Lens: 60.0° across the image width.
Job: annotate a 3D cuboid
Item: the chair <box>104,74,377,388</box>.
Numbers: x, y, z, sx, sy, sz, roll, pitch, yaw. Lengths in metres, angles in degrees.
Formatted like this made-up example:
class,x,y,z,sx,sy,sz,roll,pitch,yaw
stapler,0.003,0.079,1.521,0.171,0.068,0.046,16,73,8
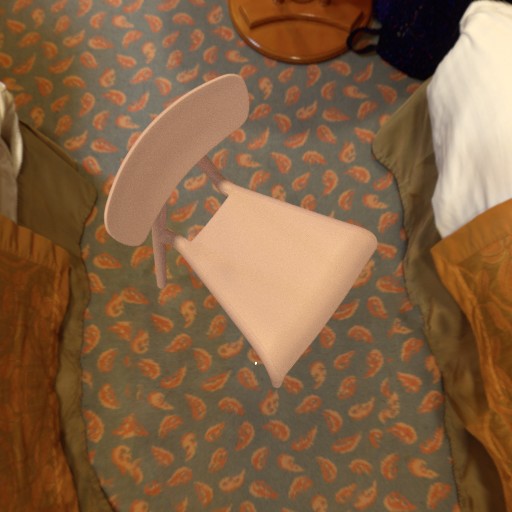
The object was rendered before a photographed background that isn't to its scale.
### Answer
class,x,y,z,sx,sy,sz,roll,pitch,yaw
chair,0.000,0.000,0.852,0.401,0.580,0.356,36,79,8
